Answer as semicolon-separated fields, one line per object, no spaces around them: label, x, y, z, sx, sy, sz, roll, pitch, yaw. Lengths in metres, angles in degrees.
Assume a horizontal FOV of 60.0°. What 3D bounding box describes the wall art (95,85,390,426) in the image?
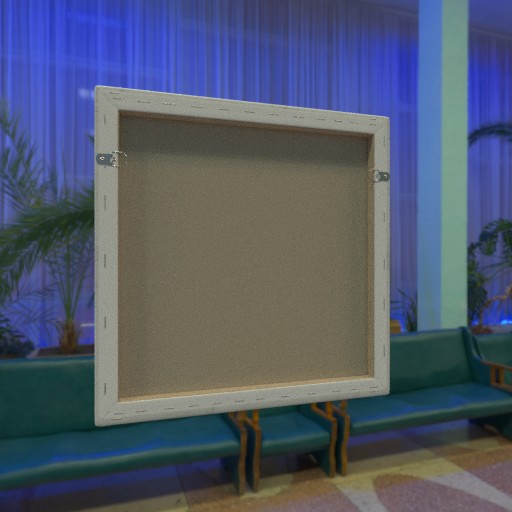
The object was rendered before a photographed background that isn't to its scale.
wall art;0.000;0.000;1.114;0.762;0.762;0.038;0;0;-18
